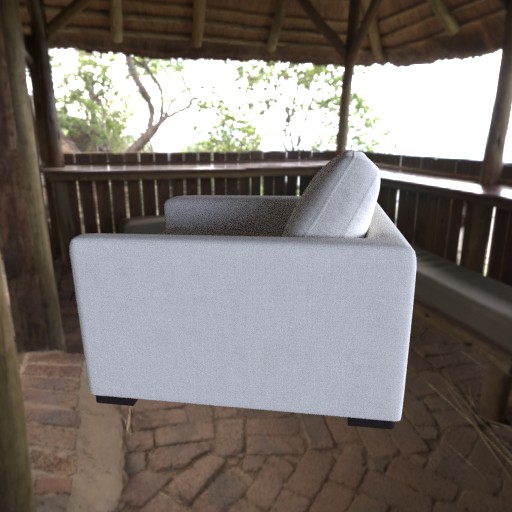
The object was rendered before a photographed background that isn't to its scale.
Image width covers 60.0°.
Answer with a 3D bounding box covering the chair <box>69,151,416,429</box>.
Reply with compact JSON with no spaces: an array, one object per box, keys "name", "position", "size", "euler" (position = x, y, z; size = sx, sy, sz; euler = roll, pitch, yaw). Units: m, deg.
[{"name":"chair","position":[0.000,0.000,1.897],"size":[1.100,0.876,1.070],"euler":[2,16,8]}]
